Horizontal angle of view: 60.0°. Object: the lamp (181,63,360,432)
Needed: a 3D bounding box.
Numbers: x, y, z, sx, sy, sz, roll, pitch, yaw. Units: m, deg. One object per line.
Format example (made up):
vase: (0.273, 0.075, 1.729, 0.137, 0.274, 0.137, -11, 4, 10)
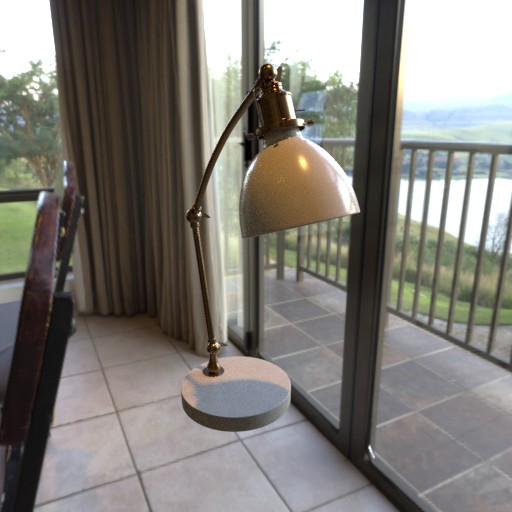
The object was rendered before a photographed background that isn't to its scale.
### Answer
lamp: (0.000, 0.000, 0.657, 0.317, 0.522, 0.186, 15, 22, 42)
